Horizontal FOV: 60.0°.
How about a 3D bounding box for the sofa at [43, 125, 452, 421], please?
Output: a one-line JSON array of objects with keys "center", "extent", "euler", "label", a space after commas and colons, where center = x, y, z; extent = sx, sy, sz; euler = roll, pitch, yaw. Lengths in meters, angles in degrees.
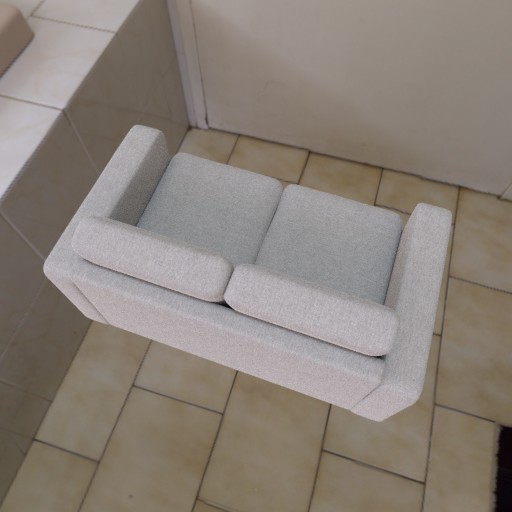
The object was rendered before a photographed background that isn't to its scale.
[{"center": [0.000, 0.000, 2.011], "extent": [1.540, 0.800, 0.900], "euler": [17, 64, 9], "label": "sofa"}]
